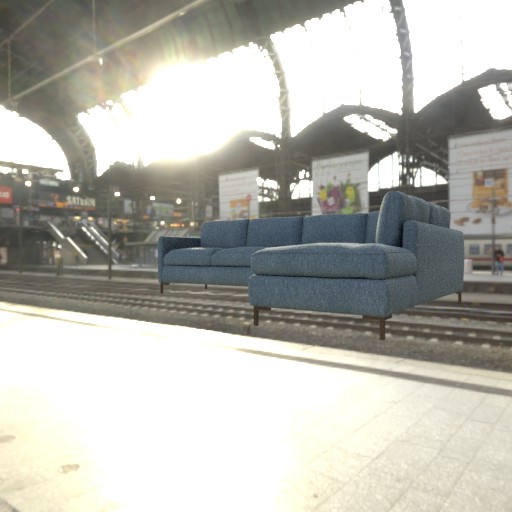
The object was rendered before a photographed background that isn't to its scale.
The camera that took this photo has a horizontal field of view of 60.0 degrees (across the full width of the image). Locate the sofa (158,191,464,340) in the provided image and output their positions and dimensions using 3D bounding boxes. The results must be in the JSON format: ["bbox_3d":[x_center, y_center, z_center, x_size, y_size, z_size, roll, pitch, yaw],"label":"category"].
[{"bbox_3d":[0.000,0.000,3.759,2.949,0.815,2.007,0,0,35],"label":"sofa"}]
